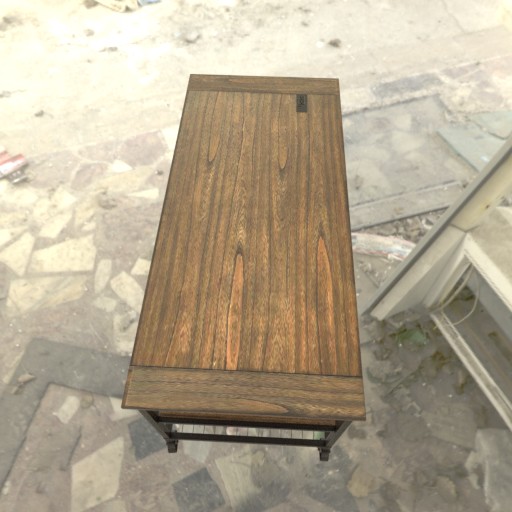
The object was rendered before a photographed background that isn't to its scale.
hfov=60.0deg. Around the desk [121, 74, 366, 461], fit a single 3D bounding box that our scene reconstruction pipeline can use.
[{"bbox_3d":[0.000,0.000,2.012,0.711,0.751,1.590,2,58,2],"label":"desk"}]
